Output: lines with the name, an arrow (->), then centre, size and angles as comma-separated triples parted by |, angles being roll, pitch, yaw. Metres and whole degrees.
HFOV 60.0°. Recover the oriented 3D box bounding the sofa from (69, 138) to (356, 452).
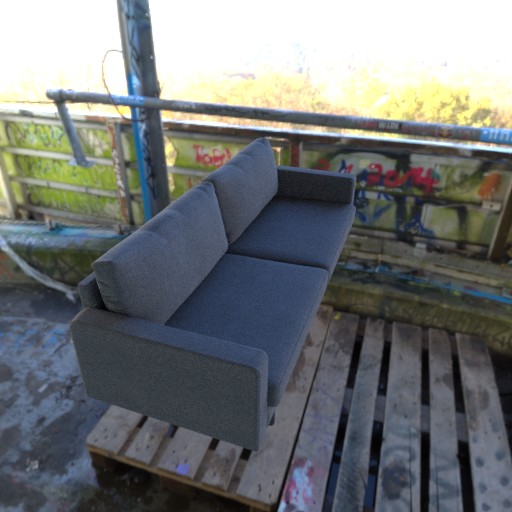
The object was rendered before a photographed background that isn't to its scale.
sofa -> 0.000, 0.000, 2.606 | 0.880, 0.880, 2.100 | 11, 32, 17
